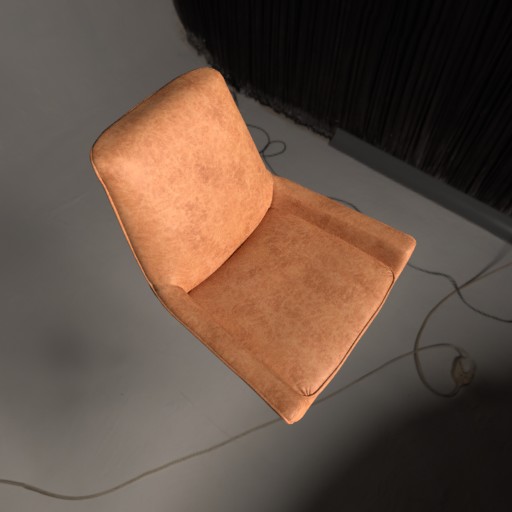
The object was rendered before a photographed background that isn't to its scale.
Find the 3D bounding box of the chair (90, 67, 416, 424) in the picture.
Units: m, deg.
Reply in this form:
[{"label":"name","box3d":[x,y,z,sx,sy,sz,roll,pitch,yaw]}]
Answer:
[{"label":"chair","box3d":[0.000,0.000,1.498,0.851,0.883,0.753,33,64,19]}]
